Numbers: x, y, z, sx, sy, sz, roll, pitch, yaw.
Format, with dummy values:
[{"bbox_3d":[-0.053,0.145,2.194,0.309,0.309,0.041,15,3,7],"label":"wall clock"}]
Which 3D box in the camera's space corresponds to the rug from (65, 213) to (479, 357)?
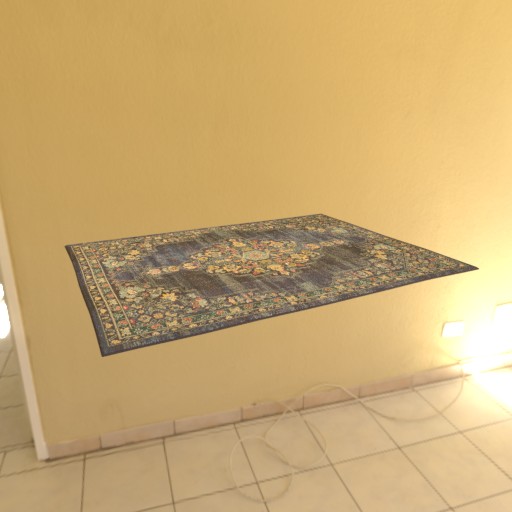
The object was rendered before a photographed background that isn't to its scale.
[{"bbox_3d":[0.000,0.000,4.766,3.612,0.035,2.716,-9,20,-26],"label":"rug"}]
